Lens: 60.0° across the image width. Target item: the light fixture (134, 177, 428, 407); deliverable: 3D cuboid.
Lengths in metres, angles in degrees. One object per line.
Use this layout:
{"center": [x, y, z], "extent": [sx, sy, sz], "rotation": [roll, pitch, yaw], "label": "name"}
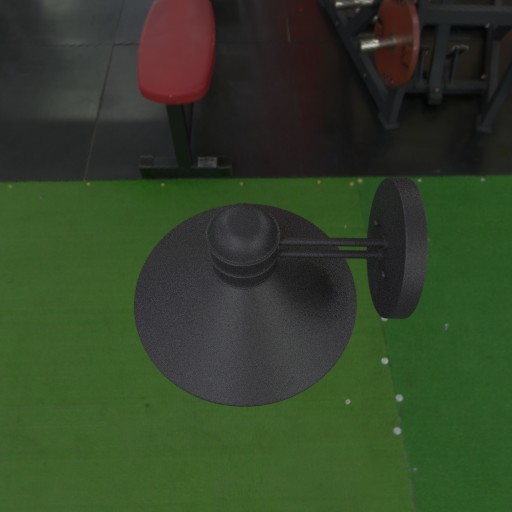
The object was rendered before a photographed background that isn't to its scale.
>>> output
{"center": [0.000, 0.000, 0.686], "extent": [0.434, 0.265, 0.396], "rotation": [1, 59, 1], "label": "light fixture"}
